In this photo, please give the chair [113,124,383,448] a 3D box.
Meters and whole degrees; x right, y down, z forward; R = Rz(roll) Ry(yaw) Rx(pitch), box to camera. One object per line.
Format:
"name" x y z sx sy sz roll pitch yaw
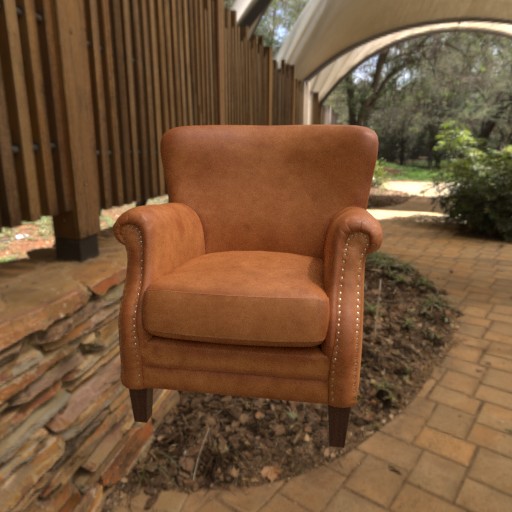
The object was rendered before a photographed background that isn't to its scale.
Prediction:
"chair" 0.000 0.000 1.620 0.861 0.936 0.921 2 15 9
